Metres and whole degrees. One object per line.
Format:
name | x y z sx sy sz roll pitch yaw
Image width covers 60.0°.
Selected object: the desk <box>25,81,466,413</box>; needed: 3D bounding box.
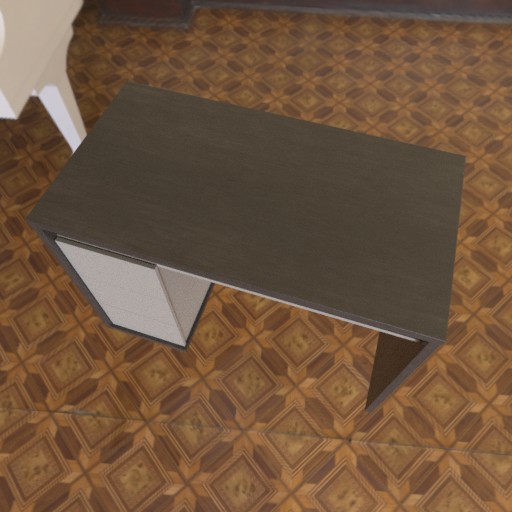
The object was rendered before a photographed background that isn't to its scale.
desk | 0.000 0.000 1.558 1.100 0.750 0.600 16 60 9
